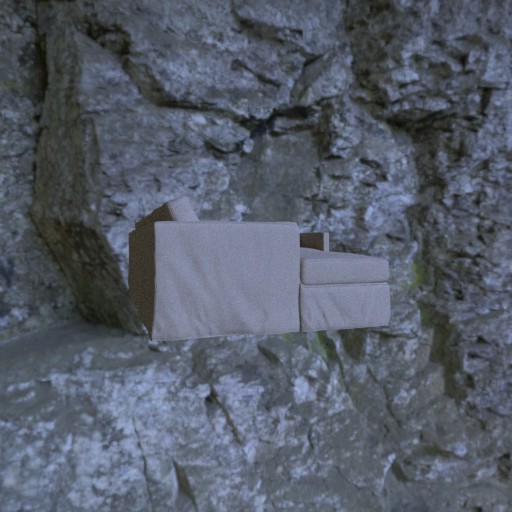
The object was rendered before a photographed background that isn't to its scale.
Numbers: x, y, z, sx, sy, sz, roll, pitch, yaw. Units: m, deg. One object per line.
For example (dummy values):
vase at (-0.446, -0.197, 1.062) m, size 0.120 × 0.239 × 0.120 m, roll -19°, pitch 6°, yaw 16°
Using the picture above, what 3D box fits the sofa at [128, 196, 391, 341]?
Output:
sofa at (0.000, 0.000, 4.582) m, size 2.476 × 0.878 × 3.528 m, roll -1°, pitch 2°, yaw -18°
